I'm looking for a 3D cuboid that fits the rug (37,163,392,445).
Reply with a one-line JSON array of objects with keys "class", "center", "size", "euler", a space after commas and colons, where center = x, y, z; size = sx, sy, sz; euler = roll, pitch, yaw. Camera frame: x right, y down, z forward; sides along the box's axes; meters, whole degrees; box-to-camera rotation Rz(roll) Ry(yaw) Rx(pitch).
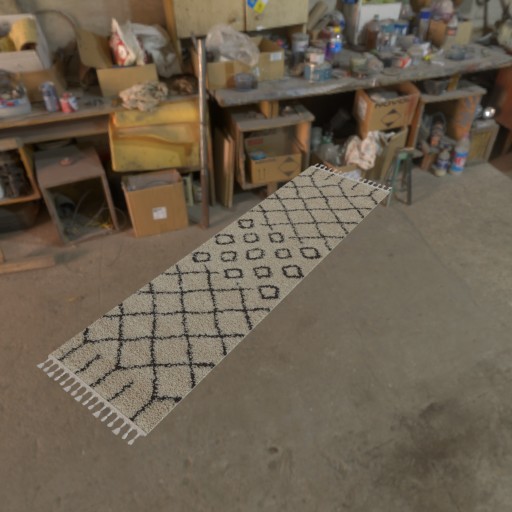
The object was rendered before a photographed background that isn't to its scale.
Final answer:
[{"class": "rug", "center": [0.000, 0.000, 2.626], "size": [0.660, 0.005, 2.464], "euler": [25, 45, 28]}]
